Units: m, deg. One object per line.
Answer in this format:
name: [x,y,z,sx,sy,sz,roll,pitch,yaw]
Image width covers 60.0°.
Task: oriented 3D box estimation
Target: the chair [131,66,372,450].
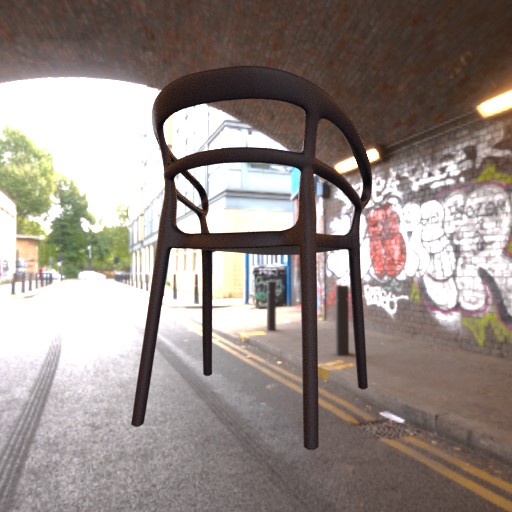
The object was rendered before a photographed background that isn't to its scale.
chair: [0.000,0.000,1.154,0.559,0.761,0.527,-1,-2,19]
